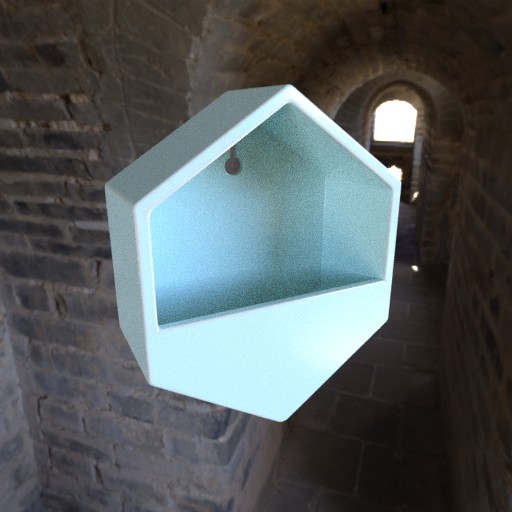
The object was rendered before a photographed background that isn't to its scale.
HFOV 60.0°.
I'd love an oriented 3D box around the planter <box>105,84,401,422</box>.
[{"bbox_3d":[0.000,0.000,0.290,0.169,0.207,0.078,-9,20,-26],"label":"planter"}]
